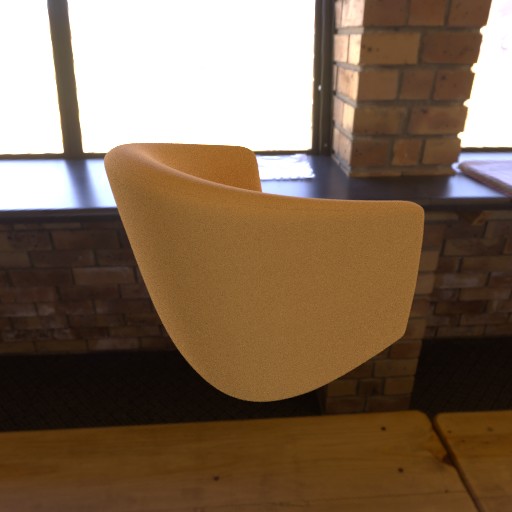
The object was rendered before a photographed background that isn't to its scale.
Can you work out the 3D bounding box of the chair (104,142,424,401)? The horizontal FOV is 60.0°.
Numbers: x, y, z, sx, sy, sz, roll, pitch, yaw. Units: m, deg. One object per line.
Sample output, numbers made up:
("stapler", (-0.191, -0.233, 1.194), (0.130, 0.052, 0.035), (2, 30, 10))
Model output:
("chair", (0.000, 0.000, 1.341), (0.767, 0.698, 0.773), (-17, 31, -31))
